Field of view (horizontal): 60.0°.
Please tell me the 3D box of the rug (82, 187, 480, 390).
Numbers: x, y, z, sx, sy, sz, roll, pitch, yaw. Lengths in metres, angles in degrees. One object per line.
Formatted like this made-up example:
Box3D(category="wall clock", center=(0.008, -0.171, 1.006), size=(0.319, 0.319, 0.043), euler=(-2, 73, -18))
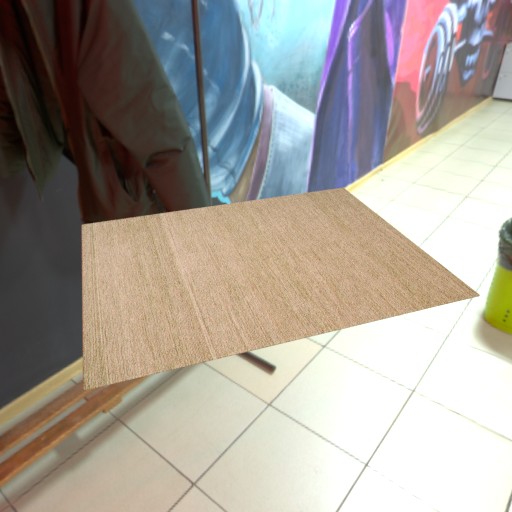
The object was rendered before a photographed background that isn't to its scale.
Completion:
Box3D(category="rug", center=(0.000, 0.000, 4.298), size=(3.198, 0.016, 2.425), euler=(-10, 33, -16))
